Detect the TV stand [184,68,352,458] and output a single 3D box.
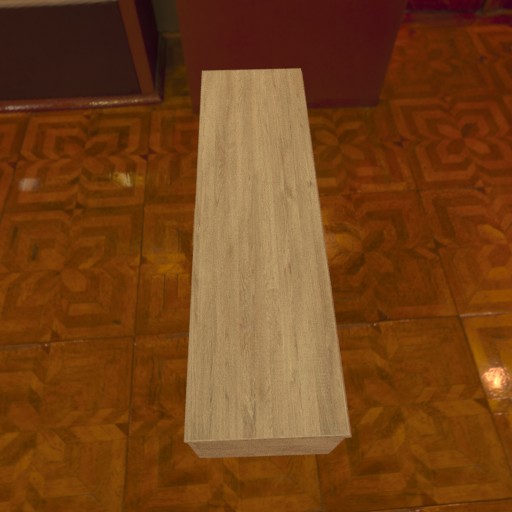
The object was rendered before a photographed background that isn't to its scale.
[{"bbox_3d":[0.000,0.000,1.582,0.401,0.565,1.313,-2,59,-1],"label":"TV stand"}]
